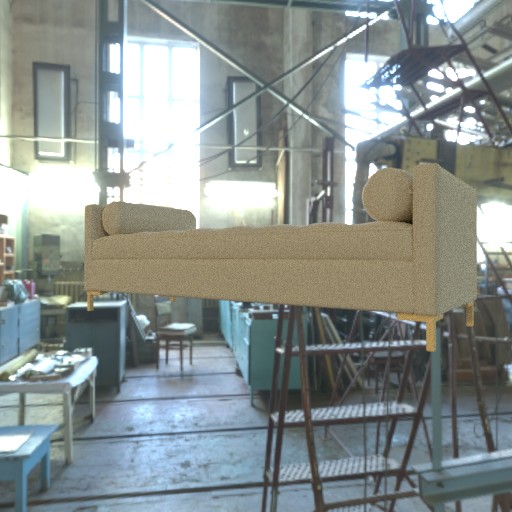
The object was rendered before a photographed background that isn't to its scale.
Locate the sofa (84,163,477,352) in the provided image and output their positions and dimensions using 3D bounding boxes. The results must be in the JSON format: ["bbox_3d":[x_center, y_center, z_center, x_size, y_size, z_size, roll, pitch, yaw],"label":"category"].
[{"bbox_3d":[0.000,0.000,2.312,1.985,0.641,0.746,0,0,36],"label":"sofa"}]
